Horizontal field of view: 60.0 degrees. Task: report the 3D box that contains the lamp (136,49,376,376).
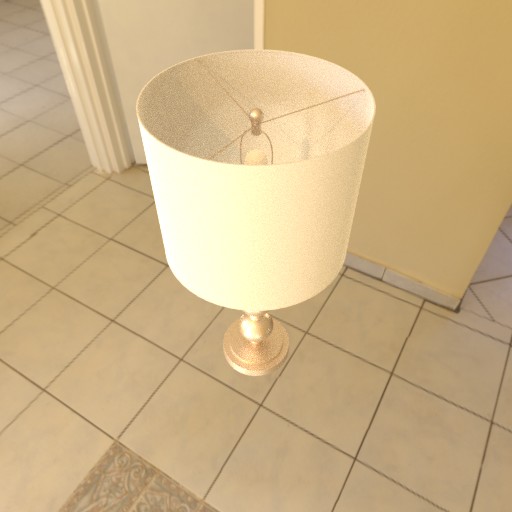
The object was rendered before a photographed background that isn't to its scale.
[{"bbox_3d":[0.000,0.000,0.711,0.277,0.538,0.277,16,49,15],"label":"lamp"}]
